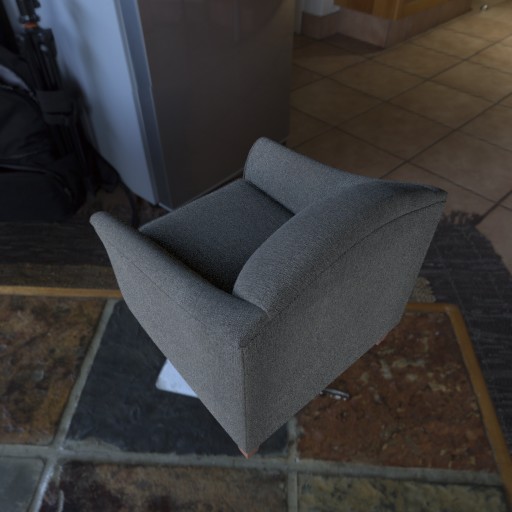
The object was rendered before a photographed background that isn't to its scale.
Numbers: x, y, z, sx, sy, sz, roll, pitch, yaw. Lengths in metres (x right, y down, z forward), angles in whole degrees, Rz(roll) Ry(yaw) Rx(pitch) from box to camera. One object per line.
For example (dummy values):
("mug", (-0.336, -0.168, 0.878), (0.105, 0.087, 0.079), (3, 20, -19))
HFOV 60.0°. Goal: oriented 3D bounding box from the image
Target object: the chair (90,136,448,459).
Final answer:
("chair", (0.000, 0.000, 1.469), (0.763, 0.839, 0.787), (-32, 53, -27))
